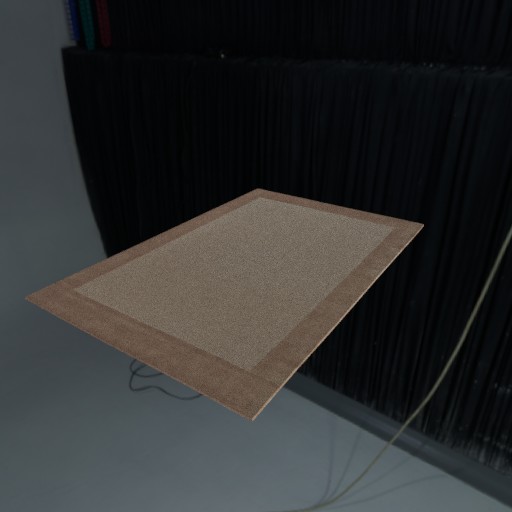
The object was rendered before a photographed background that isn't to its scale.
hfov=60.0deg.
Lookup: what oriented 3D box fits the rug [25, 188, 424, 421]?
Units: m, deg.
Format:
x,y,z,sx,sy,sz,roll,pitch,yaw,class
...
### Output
x,y,z,sx,sy,sz,roll,pitch,yaw,class
0.000,0.000,2.315,1.219,0.014,1.829,17,32,30,rug
